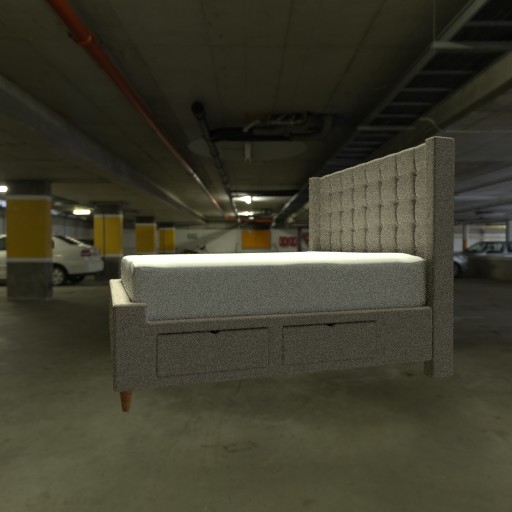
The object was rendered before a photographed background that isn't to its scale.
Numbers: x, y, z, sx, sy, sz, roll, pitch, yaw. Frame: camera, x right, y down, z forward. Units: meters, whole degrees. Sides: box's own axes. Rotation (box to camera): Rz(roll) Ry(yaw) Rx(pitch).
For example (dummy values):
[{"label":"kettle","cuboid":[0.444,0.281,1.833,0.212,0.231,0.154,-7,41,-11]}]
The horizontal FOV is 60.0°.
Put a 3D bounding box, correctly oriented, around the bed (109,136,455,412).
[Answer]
[{"label":"bed","cuboid":[0.000,0.000,3.801,2.372,1.748,2.044,0,1,-19]}]
